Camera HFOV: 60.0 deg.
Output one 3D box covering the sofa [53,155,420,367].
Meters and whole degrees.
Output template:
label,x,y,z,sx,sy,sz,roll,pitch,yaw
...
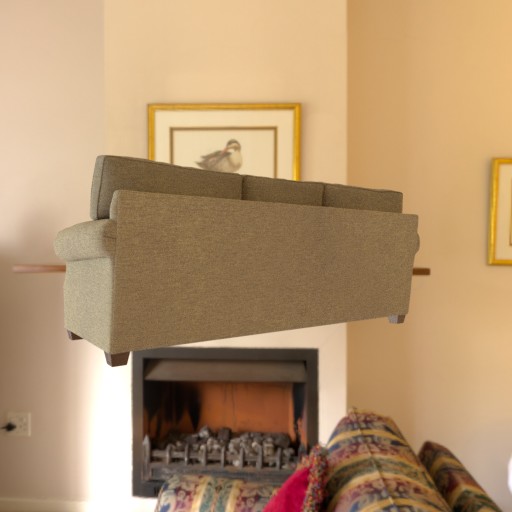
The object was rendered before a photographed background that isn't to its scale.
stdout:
label,x,y,z,sx,sy,sz,roll,pitch,yaw
sofa,0.000,0.000,2.878,2.312,0.975,0.965,0,1,-36
